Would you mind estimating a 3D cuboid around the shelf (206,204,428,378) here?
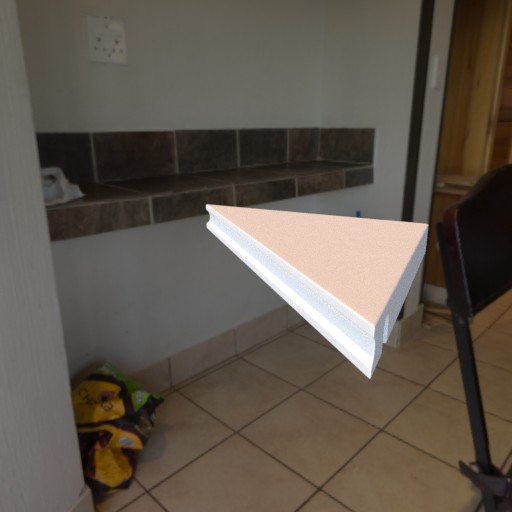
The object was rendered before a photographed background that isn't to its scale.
[{"bbox_3d":[0.000,0.000,0.444,0.296,0.035,0.296,8,19,24],"label":"shelf"}]
